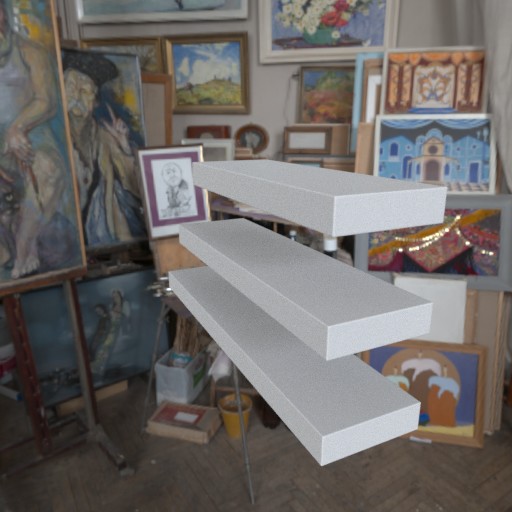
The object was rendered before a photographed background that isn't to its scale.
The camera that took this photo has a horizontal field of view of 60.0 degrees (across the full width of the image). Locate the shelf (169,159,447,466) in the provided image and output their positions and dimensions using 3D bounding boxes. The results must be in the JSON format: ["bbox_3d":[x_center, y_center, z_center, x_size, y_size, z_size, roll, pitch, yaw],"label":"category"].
[{"bbox_3d":[0.000,0.000,0.728,0.140,0.293,0.610,-8,18,-25],"label":"shelf"}]
